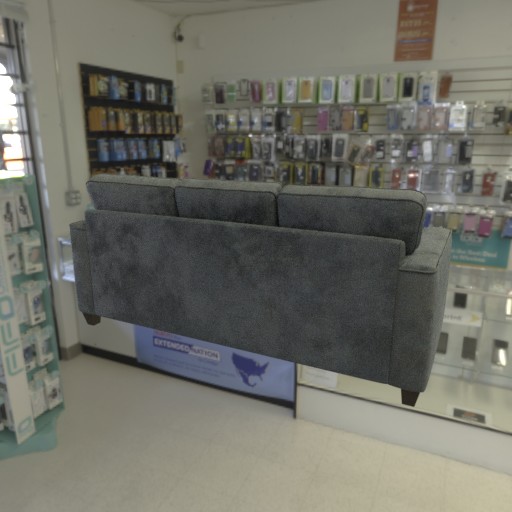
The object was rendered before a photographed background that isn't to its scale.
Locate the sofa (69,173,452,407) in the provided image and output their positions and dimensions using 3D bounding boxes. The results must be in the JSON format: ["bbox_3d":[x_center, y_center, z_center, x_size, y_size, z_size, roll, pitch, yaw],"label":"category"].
[{"bbox_3d":[0.000,0.000,2.683,2.133,0.965,0.939,8,17,26],"label":"sofa"}]
